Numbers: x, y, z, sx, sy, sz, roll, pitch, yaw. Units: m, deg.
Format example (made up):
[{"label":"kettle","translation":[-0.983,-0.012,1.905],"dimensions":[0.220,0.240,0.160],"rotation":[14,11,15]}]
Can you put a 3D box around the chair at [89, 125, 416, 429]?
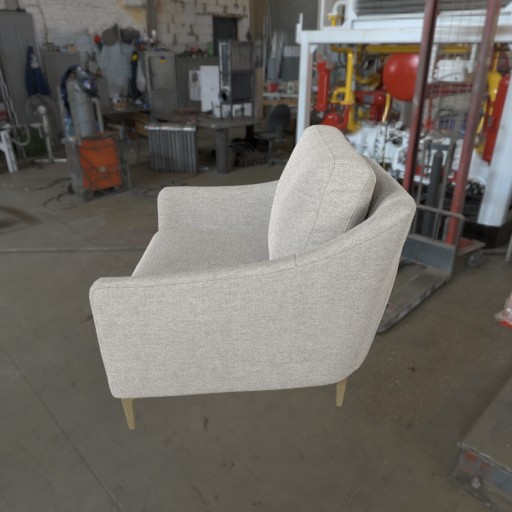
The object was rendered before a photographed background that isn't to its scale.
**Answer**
[{"label":"chair","translation":[0.000,0.000,1.719],"dimensions":[0.961,0.902,0.986],"rotation":[0,25,1]}]
